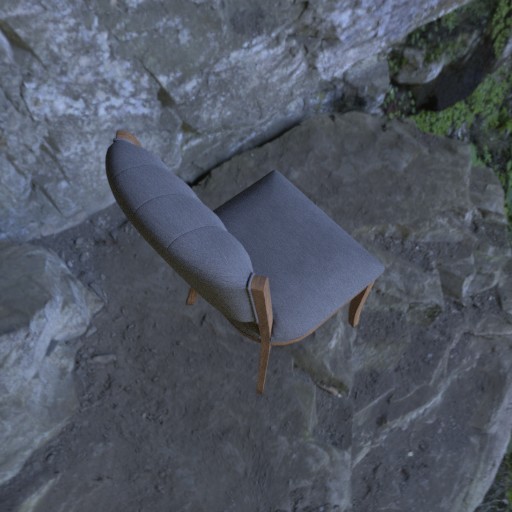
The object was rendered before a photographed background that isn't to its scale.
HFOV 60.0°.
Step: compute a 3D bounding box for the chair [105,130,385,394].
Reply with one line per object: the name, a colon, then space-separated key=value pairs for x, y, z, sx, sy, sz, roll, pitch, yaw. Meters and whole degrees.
chair: x=0.000 y=0.000 z=1.269 sx=0.584 sy=0.905 sz=0.513 roll=-35 pitch=65 yaw=-19
